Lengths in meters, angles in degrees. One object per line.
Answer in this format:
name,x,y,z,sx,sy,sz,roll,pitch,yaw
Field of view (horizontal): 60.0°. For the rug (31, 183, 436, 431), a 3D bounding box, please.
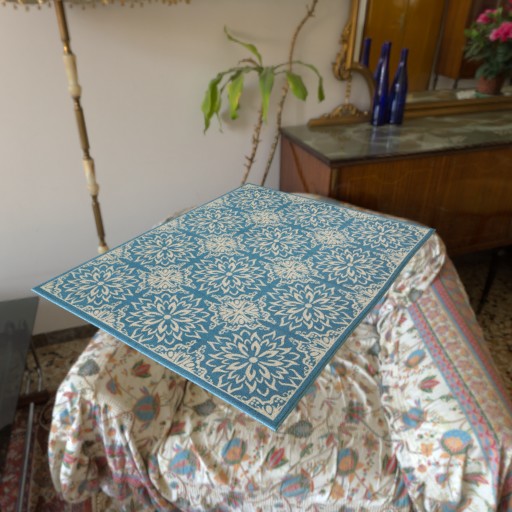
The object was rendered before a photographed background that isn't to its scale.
rug,0.000,0.000,4.002,2.350,0.018,2.964,19,35,30
